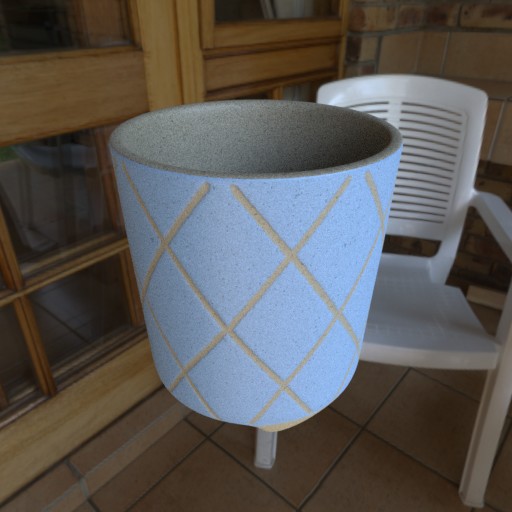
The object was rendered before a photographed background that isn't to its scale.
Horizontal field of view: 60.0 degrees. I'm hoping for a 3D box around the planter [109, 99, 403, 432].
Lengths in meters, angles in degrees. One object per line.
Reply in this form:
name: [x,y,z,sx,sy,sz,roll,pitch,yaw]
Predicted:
planter: [0.000,0.000,0.348,0.191,0.200,0.191,0,30,0]
